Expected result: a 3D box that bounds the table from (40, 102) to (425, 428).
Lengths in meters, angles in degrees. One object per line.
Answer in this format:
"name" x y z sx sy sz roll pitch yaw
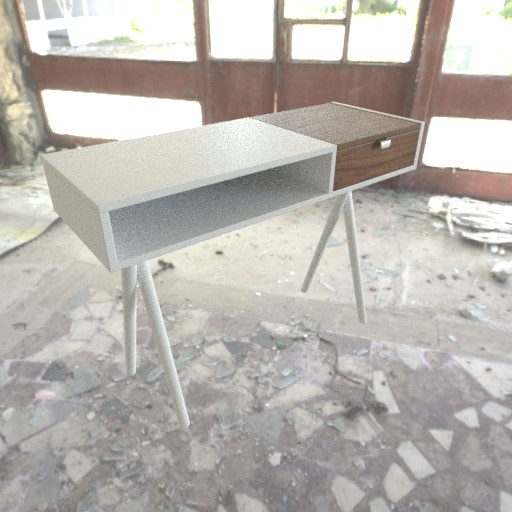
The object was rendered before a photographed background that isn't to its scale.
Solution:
"table" 0.000 0.000 1.462 1.066 0.785 0.418 -21 36 -32
